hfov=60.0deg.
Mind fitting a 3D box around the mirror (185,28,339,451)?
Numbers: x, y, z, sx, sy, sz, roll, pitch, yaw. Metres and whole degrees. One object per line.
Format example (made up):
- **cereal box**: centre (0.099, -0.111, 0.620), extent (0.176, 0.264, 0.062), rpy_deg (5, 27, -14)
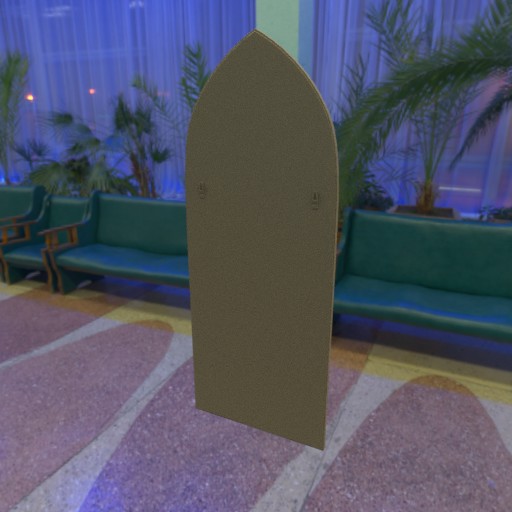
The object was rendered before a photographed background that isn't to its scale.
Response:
- **mirror**: centre (0.000, 0.000, 1.271), extent (0.464, 1.175, 0.025), rpy_deg (9, 20, 25)
